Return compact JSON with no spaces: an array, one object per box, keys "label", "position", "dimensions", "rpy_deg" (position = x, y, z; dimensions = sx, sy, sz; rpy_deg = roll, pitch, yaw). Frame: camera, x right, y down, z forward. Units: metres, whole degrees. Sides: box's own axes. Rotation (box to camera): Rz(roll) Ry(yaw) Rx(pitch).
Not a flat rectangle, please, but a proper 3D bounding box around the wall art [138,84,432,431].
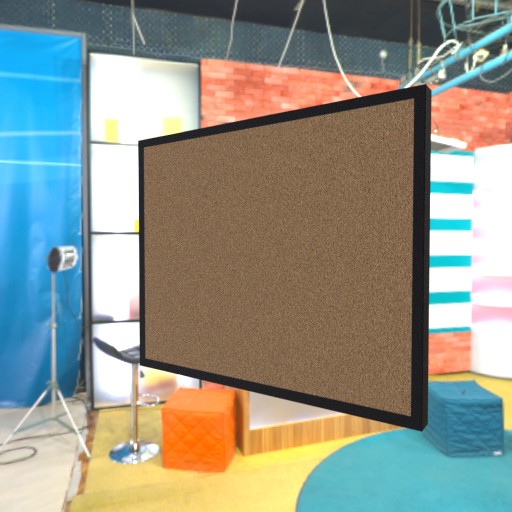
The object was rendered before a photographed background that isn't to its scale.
[{"label":"wall art","position":[0.000,0.000,0.749],"dimensions":[0.554,0.454,0.030],"rpy_deg":[1,2,35]}]
